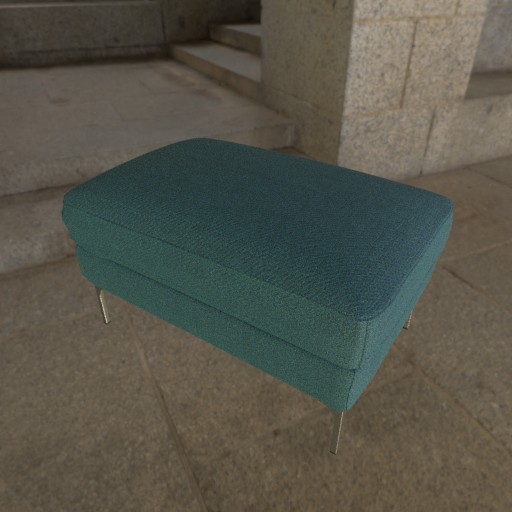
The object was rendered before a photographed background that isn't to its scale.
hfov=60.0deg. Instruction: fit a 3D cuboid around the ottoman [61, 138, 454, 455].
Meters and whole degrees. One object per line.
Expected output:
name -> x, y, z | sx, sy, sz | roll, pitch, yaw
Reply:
ottoman -> 0.000, 0.000, 1.198 | 0.856, 0.498, 0.563 | 20, 38, 28
